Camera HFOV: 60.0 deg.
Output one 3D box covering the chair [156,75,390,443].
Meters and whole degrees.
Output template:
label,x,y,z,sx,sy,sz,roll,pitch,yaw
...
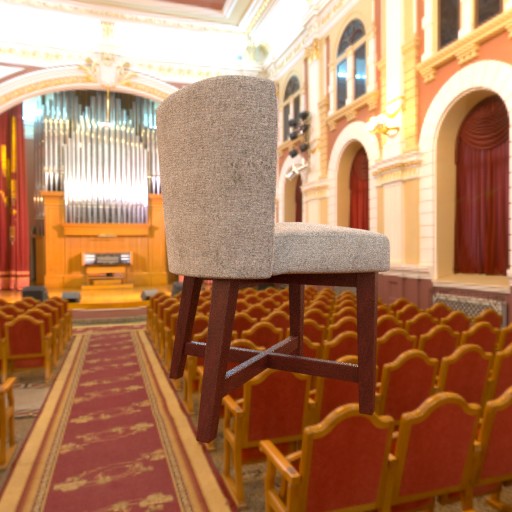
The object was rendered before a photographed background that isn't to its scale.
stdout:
label,x,y,z,sx,sy,sz,roll,pitch,yaw
chair,0.000,0.000,1.309,0.575,0.827,0.728,0,1,-18
